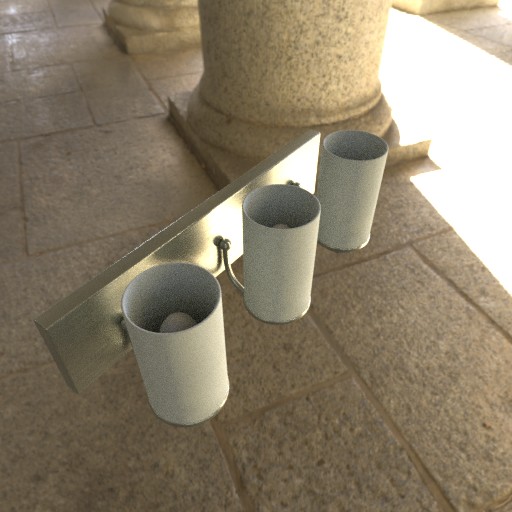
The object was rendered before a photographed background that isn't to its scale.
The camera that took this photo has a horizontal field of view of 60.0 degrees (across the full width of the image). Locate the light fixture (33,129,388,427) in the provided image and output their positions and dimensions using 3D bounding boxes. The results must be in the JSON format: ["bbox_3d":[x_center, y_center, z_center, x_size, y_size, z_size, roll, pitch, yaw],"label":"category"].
[{"bbox_3d":[0.000,0.000,0.518,0.145,0.172,0.451,27,49,27],"label":"light fixture"}]
